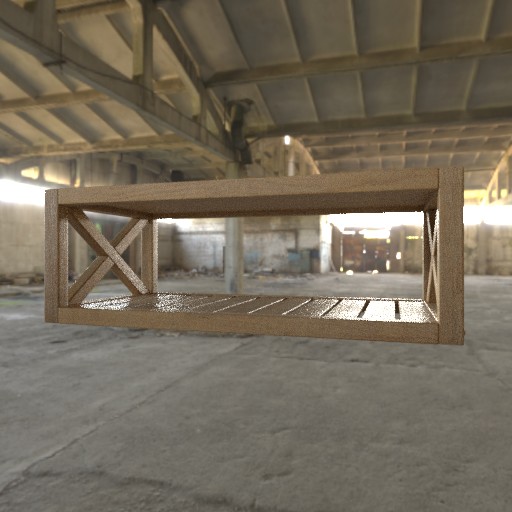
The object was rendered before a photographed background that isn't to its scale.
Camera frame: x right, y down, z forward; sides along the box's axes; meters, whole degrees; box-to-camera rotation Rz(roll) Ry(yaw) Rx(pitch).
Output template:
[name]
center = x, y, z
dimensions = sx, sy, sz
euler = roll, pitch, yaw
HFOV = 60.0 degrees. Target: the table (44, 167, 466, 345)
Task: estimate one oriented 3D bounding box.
[table]
center = 0.000, 0.000, 1.632
dimensions = 1.321, 0.457, 0.660
euler = 0, 0, 17
